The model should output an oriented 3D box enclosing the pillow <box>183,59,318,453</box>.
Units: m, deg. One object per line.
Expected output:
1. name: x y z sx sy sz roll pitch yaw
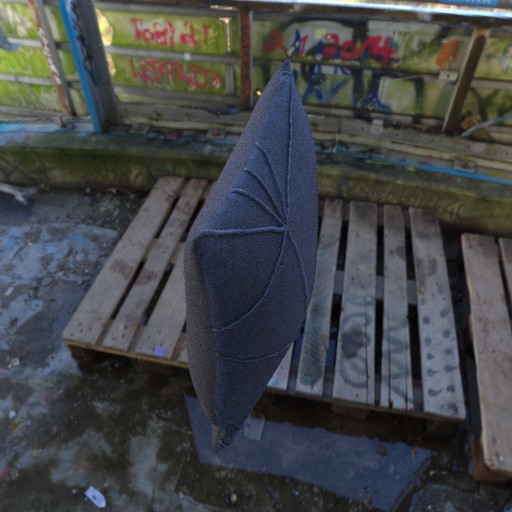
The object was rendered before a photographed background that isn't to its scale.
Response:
1. pillow: 0.000 0.000 0.674 0.183 0.440 0.439 10 46 10
